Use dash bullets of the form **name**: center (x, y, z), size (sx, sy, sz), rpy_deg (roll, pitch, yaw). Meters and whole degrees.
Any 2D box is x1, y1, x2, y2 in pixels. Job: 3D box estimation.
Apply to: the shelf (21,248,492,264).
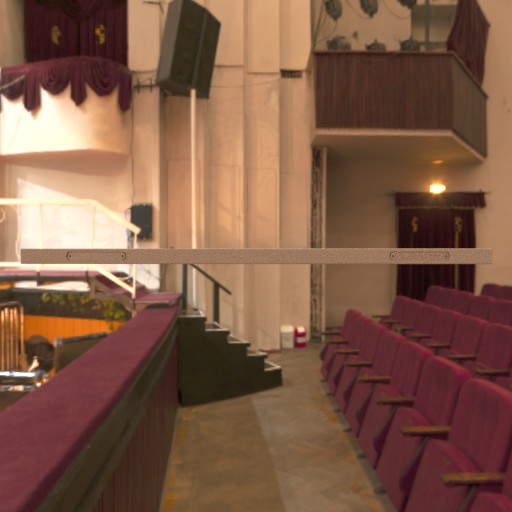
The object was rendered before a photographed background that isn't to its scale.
- **shelf**: center (0.000, 0.000, 0.642), size (0.610, 0.020, 0.140), rpy_deg (0, 0, 0)
